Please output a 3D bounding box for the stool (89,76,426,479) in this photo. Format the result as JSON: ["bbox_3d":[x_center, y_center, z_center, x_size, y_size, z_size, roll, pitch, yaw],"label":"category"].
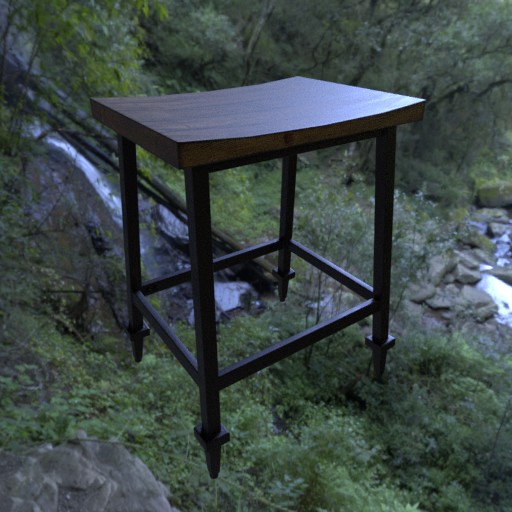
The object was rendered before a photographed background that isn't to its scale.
[{"bbox_3d":[0.000,0.000,0.920,0.486,0.625,0.405,-19,35,-30],"label":"stool"}]
